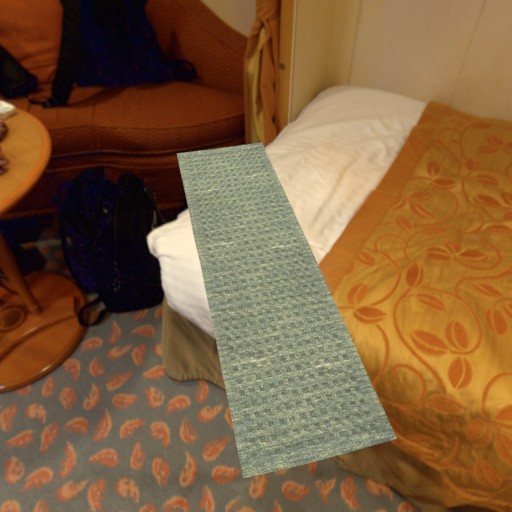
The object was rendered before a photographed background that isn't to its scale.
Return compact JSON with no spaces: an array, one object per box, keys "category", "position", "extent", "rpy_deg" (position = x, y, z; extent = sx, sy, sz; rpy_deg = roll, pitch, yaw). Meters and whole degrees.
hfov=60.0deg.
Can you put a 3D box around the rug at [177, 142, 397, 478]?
[{"category":"rug","position":[0.000,0.000,2.689],"extent":[0.688,0.008,2.443],"rpy_deg":[-10,47,-9]}]
